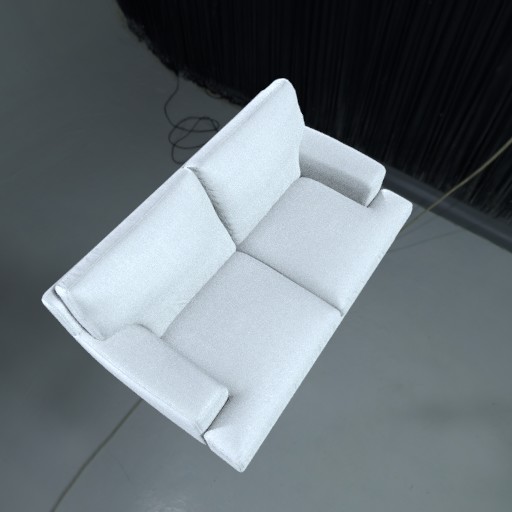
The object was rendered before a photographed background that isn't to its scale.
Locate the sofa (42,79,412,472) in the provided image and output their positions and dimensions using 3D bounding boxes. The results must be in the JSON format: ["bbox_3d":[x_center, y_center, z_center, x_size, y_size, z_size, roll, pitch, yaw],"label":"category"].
[{"bbox_3d":[0.000,0.000,2.471,1.143,0.940,1.880,31,63,18],"label":"sofa"}]
